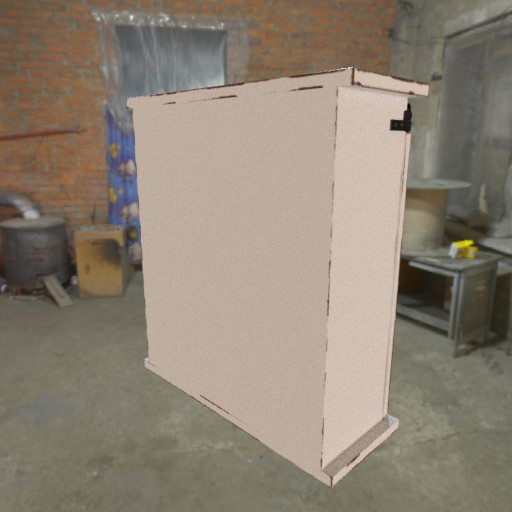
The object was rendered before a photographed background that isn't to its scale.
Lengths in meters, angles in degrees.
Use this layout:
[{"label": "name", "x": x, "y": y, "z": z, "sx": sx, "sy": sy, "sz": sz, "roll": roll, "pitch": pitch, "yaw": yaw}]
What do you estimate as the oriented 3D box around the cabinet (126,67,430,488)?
[{"label": "cabinet", "x": 0.000, "y": 0.000, "z": 0.864, "sx": 0.210, "sy": 0.603, "sz": 0.541, "roll": -14, "pitch": 20, "yaw": -43}]
